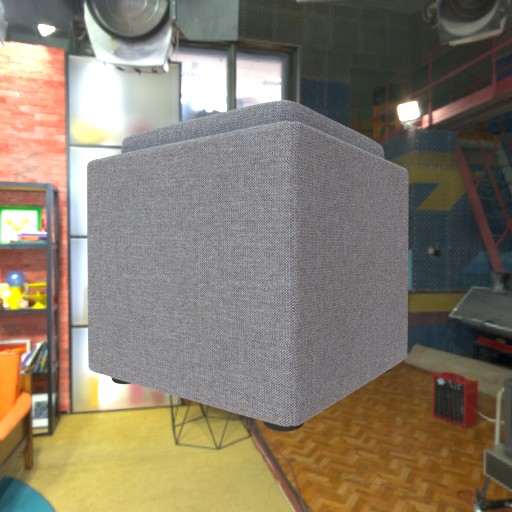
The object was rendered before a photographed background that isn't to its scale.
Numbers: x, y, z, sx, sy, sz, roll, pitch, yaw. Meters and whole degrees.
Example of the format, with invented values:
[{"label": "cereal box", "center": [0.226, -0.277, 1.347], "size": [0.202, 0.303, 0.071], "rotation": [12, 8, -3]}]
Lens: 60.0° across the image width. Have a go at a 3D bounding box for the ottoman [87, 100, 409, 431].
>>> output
[{"label": "ottoman", "center": [0.000, 0.000, 0.853], "size": [0.450, 0.460, 0.450], "rotation": [1, 1, 37]}]
